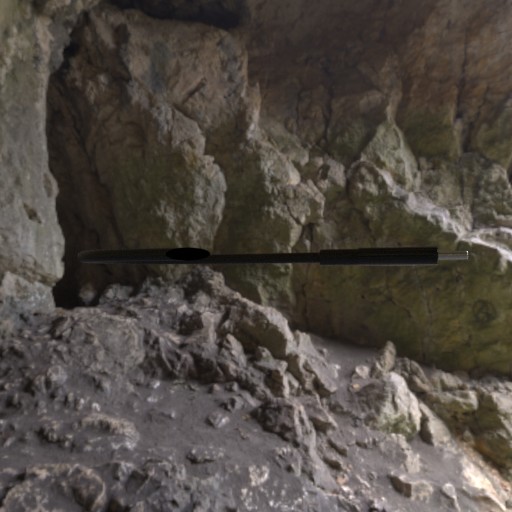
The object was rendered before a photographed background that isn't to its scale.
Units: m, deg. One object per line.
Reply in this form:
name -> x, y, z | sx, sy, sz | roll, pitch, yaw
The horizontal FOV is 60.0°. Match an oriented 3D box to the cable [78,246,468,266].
cable -> 0.000, 0.000, 0.111 | 0.098, 0.005, 0.041 | -1, -3, 19
